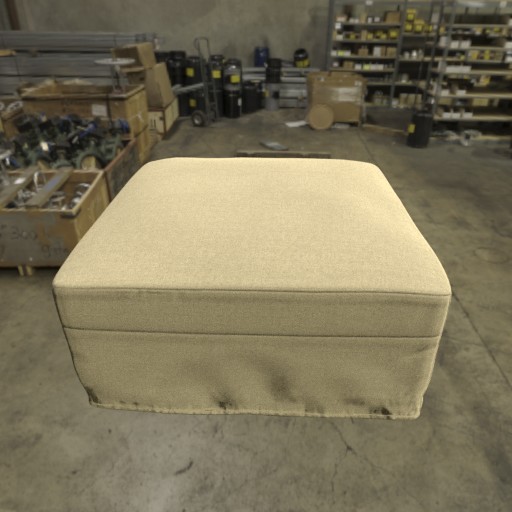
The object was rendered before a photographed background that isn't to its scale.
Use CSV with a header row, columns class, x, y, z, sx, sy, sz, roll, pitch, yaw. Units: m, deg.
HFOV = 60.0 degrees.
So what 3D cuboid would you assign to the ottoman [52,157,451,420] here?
class,x,y,z,sx,sy,sz,roll,pitch,yaw
ottoman,0.000,0.000,1.320,0.840,0.436,0.843,1,30,2
